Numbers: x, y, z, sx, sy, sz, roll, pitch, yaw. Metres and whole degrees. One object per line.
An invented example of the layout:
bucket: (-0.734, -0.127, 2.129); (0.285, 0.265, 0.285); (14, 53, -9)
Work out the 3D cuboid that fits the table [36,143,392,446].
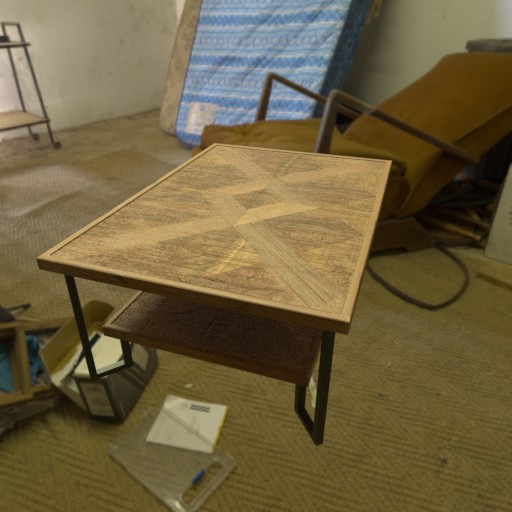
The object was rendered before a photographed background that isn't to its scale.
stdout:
table: (0.000, 0.000, 1.744); (0.877, 0.492, 1.238); (10, 31, 17)
